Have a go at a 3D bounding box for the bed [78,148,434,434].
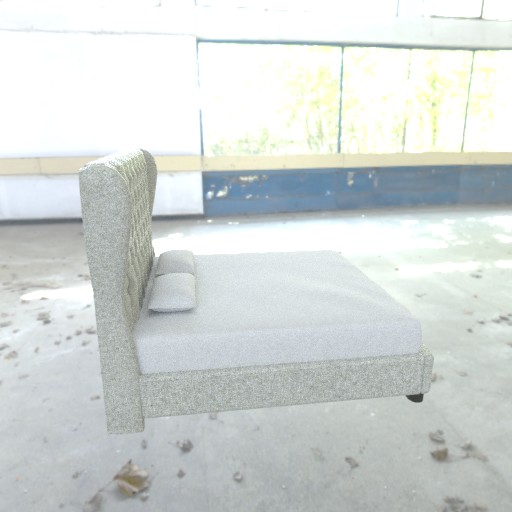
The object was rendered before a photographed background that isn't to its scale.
[{"bbox_3d":[0.000,0.000,3.889,2.347,1.771,2.219,-2,16,-8],"label":"bed"}]
